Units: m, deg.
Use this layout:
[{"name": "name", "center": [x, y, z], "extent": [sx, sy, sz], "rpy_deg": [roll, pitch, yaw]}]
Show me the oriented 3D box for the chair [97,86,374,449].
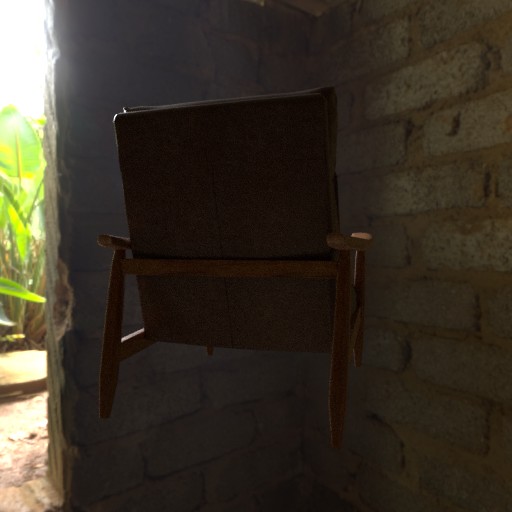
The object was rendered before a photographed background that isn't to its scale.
[{"name": "chair", "center": [0.000, 0.000, 1.518], "extent": [0.782, 0.897, 0.830], "rpy_deg": [0, 1, 17]}]
